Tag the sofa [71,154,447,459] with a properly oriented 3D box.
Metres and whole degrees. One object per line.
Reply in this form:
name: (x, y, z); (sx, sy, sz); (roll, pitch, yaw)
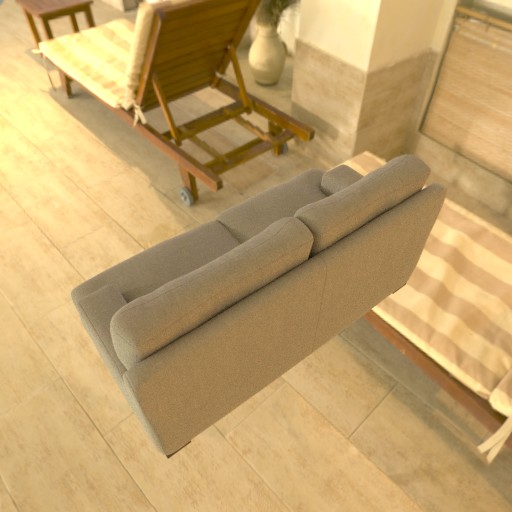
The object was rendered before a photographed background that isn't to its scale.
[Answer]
sofa: (0.000, 0.000, 2.424); (1.855, 0.980, 0.962); (-30, 54, -24)
